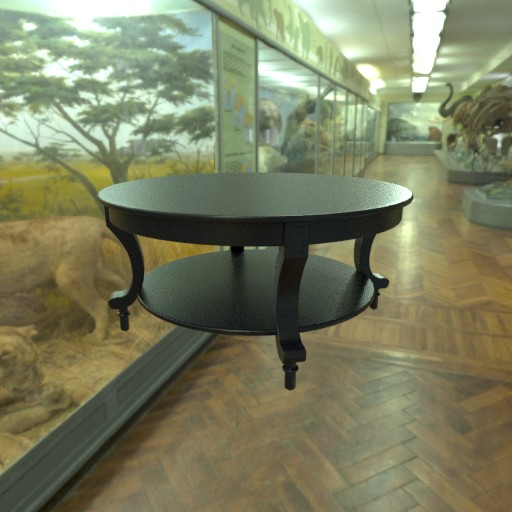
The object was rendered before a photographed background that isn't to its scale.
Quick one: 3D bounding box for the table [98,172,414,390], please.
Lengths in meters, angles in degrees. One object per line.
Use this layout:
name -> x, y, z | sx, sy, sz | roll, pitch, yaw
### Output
table -> 0.000, 0.000, 1.586 | 1.029, 0.491, 1.029 | 0, 16, 0
